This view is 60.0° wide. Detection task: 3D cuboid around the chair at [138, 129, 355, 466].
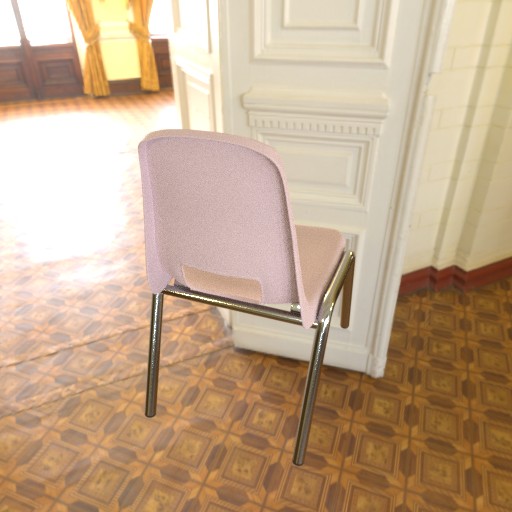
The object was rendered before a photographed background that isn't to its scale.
[{"bbox_3d":[0.000,0.000,0.856,0.354,0.586,0.423,11,33,17],"label":"chair"}]
